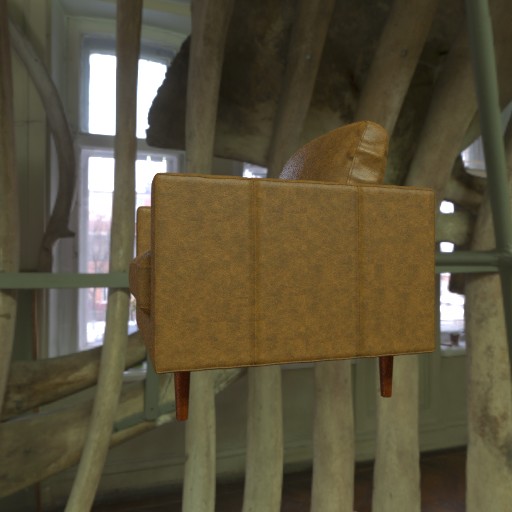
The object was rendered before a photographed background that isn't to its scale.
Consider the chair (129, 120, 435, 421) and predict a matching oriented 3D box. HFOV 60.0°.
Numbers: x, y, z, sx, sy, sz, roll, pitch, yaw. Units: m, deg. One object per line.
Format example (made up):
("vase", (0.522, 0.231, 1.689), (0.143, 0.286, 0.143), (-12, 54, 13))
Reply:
("chair", (0.000, 0.000, 1.680), (0.909, 0.956, 0.890), (0, 0, -18))
